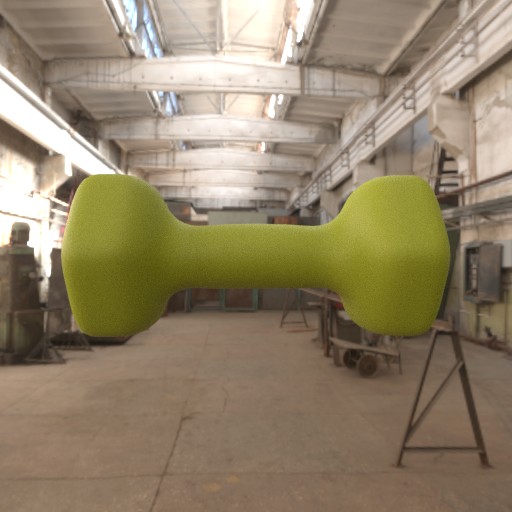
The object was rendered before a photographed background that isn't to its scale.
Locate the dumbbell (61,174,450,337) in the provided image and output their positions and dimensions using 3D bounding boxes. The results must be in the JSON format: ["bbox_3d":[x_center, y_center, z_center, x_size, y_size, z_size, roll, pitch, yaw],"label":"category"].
[{"bbox_3d":[0.000,0.000,0.208,0.164,0.072,0.080,0,-1,-1],"label":"dumbbell"}]
